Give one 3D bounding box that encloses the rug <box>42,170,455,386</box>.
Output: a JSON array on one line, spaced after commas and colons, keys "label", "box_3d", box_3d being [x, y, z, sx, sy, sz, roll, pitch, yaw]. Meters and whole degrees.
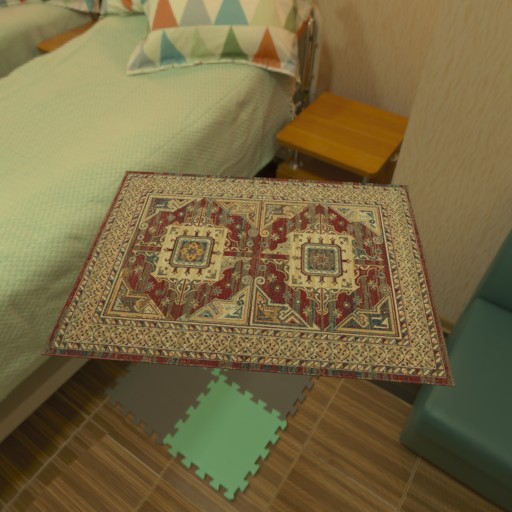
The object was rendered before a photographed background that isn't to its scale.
[{"label": "rug", "box_3d": [0.000, 0.000, 4.208, 3.197, 0.013, 2.381, 4, 48, 3]}]
